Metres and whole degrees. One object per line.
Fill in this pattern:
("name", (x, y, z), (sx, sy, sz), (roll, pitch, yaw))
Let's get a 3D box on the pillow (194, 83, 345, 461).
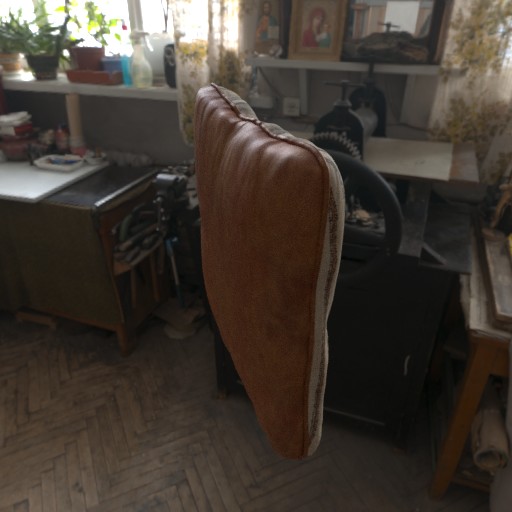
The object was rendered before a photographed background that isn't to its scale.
("pillow", (0.000, 0.000, 0.747), (0.130, 0.490, 0.489), (-10, 32, -17))
